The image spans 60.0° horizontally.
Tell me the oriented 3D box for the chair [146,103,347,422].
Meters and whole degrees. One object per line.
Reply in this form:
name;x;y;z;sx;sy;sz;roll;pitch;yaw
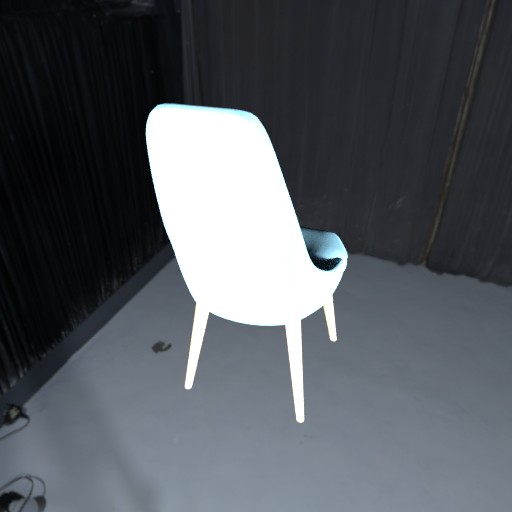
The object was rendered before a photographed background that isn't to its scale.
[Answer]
chair;0.000;0.000;1.378;0.510;1.040;0.660;11;33;17
